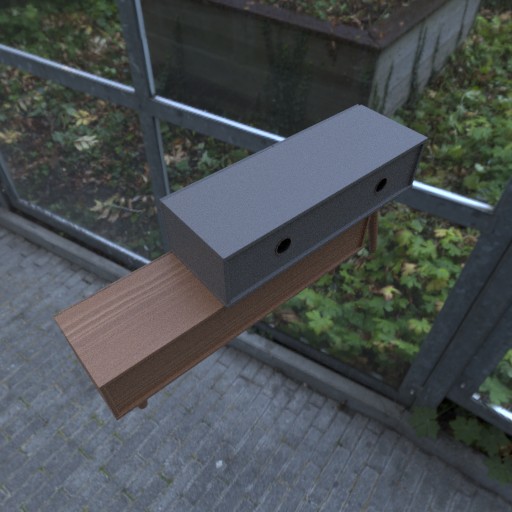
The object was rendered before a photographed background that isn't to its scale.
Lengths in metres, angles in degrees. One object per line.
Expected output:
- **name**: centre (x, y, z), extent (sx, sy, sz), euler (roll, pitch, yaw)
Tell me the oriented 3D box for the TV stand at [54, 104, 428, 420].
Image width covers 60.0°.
- **TV stand**: centre (0.000, 0.000, 1.595), extent (1.336, 0.591, 0.329), euler (-32, 54, -26)
